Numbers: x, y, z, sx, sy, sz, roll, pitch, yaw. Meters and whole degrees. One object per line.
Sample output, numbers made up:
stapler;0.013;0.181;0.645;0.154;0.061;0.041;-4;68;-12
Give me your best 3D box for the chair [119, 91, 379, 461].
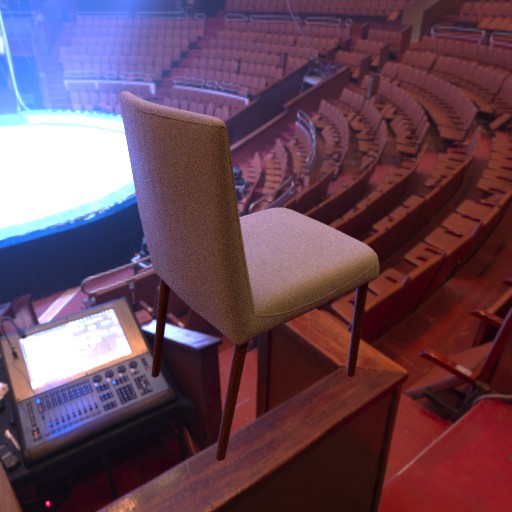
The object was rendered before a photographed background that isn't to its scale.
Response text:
chair;0.000;0.000;1.212;0.570;0.859;0.456;-20;34;-32
